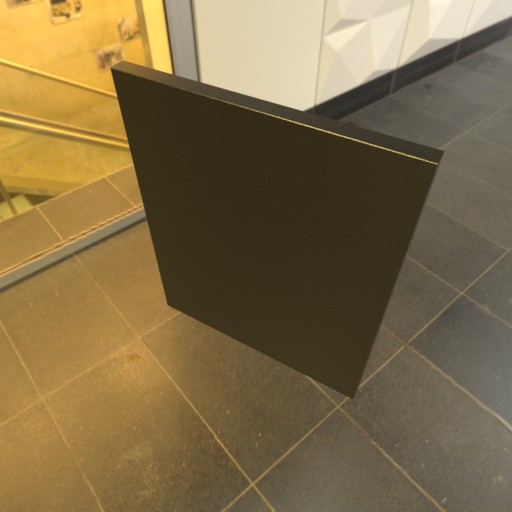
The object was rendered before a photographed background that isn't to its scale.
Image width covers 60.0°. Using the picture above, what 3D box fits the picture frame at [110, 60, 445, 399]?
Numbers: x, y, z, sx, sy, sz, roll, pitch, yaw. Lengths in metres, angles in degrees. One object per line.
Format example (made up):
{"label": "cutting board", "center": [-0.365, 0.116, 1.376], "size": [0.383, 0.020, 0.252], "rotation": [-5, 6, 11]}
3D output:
{"label": "picture frame", "center": [0.000, 0.000, 0.758], "size": [0.460, 0.556, 0.028], "rotation": [23, 51, 20]}
